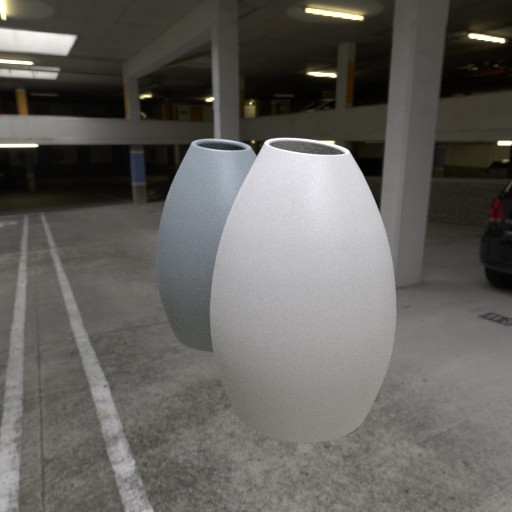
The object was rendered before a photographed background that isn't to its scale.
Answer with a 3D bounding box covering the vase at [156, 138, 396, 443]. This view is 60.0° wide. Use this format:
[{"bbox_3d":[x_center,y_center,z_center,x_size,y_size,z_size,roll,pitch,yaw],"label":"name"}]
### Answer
[{"bbox_3d":[0.000,0.000,0.256,0.089,0.131,0.187,-7,16,-26],"label":"vase"}]
